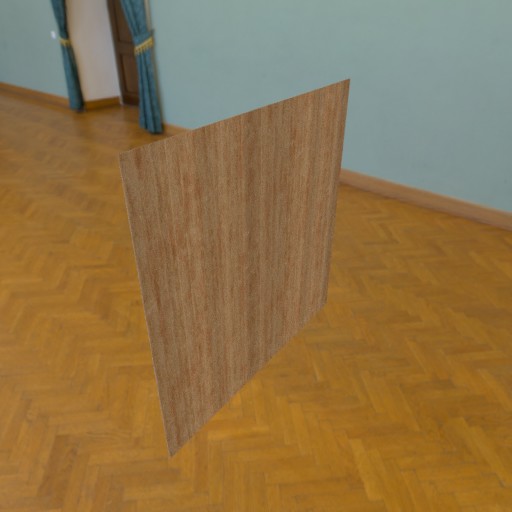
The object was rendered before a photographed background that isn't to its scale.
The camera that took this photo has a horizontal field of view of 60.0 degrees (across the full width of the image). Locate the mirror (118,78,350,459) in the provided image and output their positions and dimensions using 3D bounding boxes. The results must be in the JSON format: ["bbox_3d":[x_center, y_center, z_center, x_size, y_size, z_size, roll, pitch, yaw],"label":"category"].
[{"bbox_3d":[0.000,0.000,0.976,0.047,0.651,0.651,22,38,31],"label":"mirror"}]
